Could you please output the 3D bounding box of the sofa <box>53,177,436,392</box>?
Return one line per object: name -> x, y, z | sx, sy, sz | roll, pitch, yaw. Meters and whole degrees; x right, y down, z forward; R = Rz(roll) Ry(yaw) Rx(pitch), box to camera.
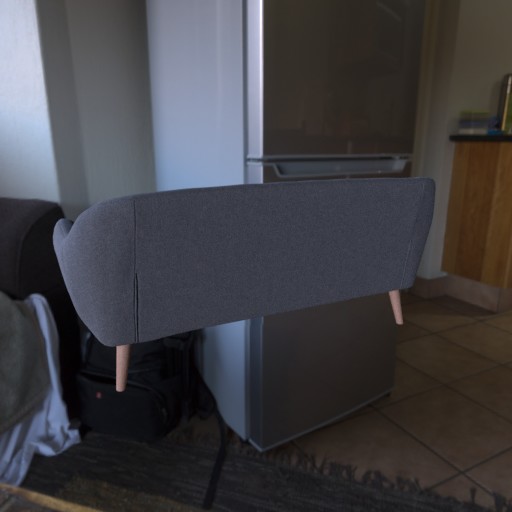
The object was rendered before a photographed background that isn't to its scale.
sofa -> 0.000, 0.000, 2.249 | 1.840, 0.820, 0.820 | -7, 17, -25
